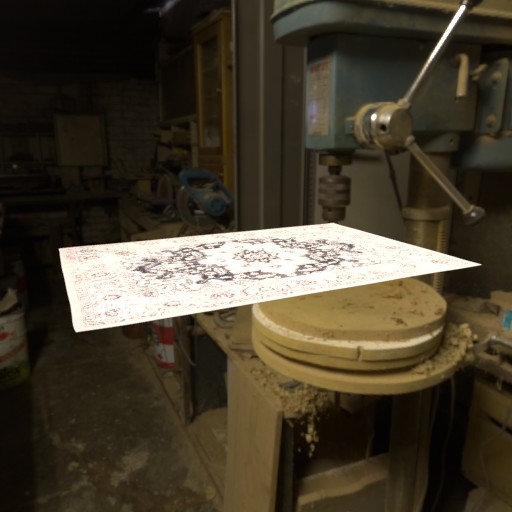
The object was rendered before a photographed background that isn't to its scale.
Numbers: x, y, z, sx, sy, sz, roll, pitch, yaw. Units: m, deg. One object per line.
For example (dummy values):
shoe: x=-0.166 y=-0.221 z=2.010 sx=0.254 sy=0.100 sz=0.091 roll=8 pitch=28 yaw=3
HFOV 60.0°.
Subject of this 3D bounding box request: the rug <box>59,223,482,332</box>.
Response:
rug: x=0.000 y=0.000 z=2.268 sx=1.813 sy=0.008 sz=1.223 roll=-7 pitch=16 yaw=-25
